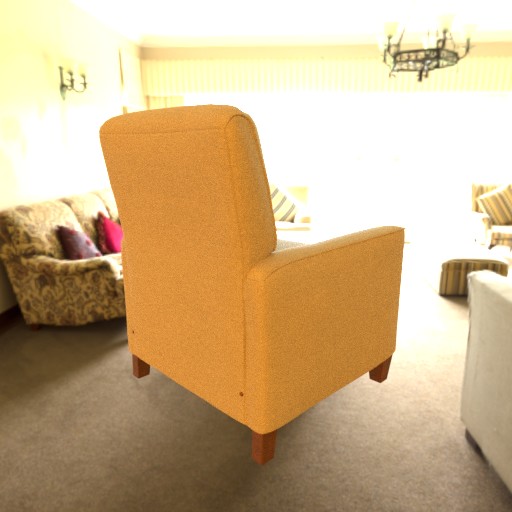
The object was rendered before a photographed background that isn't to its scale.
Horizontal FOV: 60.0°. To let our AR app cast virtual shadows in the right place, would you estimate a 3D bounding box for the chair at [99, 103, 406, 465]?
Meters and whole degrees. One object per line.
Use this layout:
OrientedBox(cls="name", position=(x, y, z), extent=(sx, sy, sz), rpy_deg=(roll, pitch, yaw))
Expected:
OrientedBox(cls="chair", position=(0.000, 0.000, 1.668), extent=(0.858, 1.023, 0.841), rpy_deg=(-13, 19, -43))
